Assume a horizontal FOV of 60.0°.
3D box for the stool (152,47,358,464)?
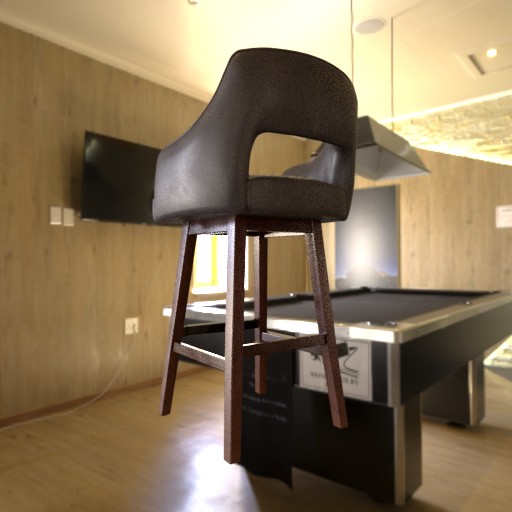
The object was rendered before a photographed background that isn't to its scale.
[{"bbox_3d":[0.000,0.000,1.372,0.550,1.041,0.560,0,0,-36],"label":"stool"}]
